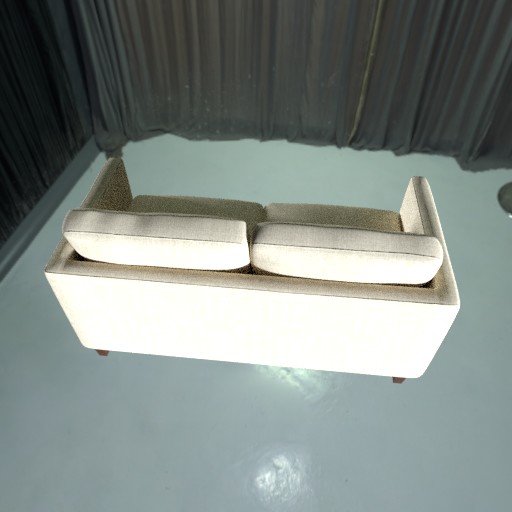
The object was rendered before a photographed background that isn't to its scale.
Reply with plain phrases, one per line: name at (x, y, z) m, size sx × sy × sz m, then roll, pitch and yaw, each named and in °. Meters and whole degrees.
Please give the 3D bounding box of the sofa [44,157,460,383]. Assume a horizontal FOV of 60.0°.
sofa at (0.000, 0.000, 2.459) m, size 1.884 × 0.963 × 0.950 m, roll 4°, pitch 47°, yaw 4°
